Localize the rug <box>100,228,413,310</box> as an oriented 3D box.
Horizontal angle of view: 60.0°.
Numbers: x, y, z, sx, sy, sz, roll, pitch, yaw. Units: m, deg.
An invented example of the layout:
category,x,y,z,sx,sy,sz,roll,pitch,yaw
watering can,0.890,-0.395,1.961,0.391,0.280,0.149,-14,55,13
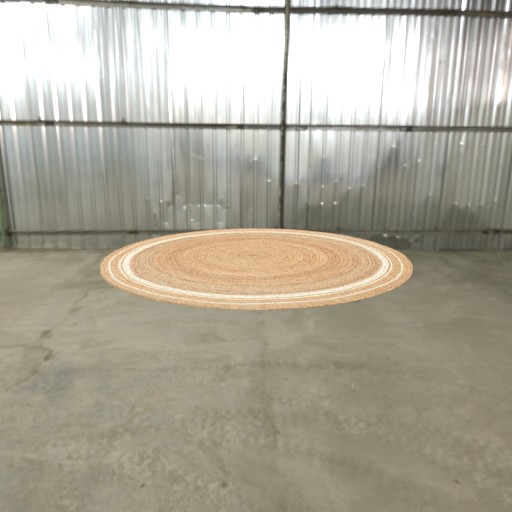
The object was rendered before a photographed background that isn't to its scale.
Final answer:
category,x,y,z,sx,sy,sz,roll,pitch,yaw
rug,0.000,0.000,3.657,2.444,0.015,2.444,0,14,0
